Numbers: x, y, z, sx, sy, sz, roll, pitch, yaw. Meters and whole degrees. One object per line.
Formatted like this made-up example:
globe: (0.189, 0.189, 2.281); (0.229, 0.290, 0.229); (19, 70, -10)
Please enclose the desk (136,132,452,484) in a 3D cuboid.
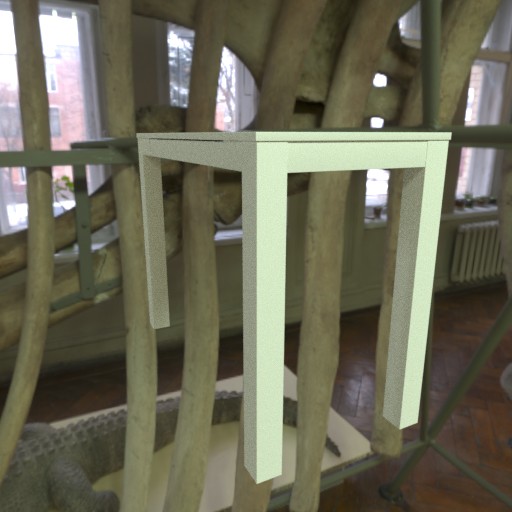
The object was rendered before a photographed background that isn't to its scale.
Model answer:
desk: (0.000, 0.000, 1.426); (0.497, 0.762, 0.990); (-8, 17, -26)
